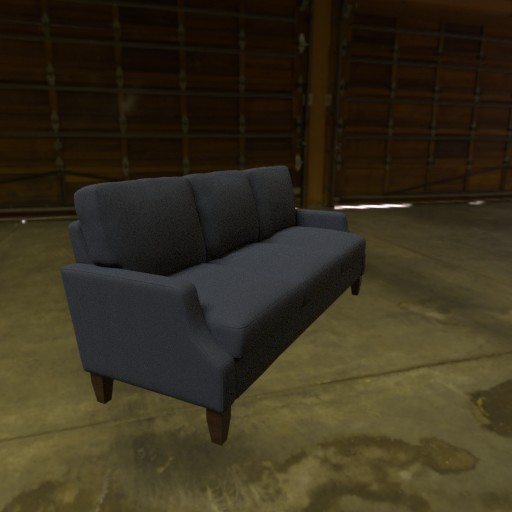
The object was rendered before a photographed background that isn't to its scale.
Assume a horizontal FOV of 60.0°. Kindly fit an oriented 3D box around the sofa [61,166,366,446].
[{"bbox_3d":[0.000,0.000,2.661,0.888,0.984,2.115,7,16,27],"label":"sofa"}]
